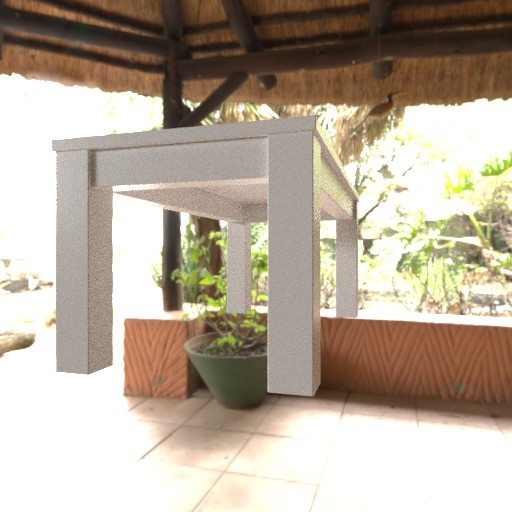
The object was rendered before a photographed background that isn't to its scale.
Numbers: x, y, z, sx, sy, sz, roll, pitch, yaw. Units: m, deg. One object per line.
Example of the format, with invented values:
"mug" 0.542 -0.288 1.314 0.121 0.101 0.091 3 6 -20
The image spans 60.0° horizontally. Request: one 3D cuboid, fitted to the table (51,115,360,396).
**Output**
"table" 0.000 0.000 2.229 0.900 0.790 1.800 0 0 17
